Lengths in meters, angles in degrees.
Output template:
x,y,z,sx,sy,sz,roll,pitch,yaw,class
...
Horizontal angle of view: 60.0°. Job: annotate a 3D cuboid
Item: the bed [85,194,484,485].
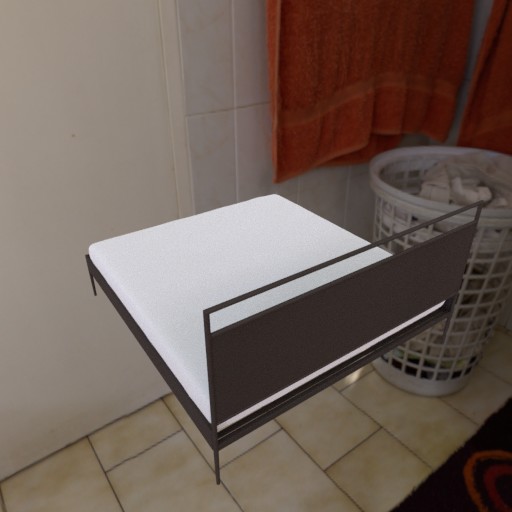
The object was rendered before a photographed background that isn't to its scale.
x,y,z,sx,sy,sz,roll,pitch,yaw,class
0.000,0.000,3.341,1.993,1.173,2.151,-19,36,-29,bed
